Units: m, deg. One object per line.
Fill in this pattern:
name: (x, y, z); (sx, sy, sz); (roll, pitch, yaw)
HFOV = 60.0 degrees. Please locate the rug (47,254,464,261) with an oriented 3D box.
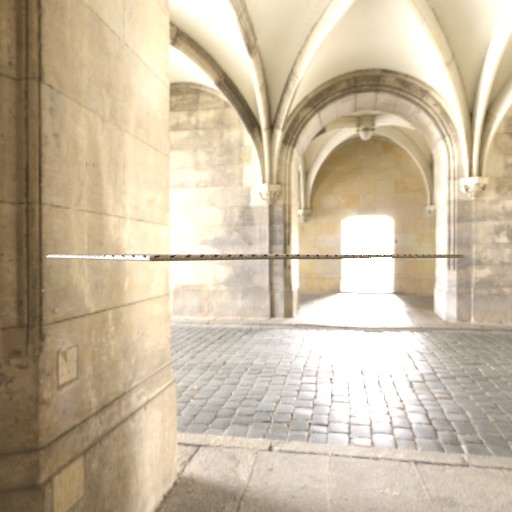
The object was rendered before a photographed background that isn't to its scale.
rug: (0.000, 0.000, 3.229); (2.449, 0.028, 1.829); (0, 0, -37)
